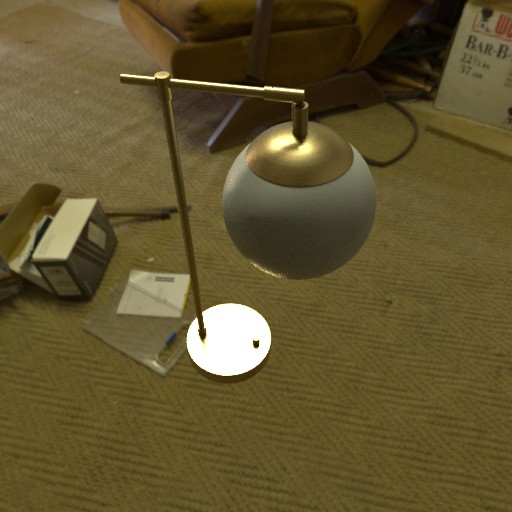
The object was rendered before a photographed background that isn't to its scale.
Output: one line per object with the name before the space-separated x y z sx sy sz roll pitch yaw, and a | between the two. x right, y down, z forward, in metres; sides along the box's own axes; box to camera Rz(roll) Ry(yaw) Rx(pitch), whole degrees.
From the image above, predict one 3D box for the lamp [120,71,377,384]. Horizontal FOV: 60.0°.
lamp | 0.000 0.000 0.697 0.324 0.559 0.207 9 47 8
